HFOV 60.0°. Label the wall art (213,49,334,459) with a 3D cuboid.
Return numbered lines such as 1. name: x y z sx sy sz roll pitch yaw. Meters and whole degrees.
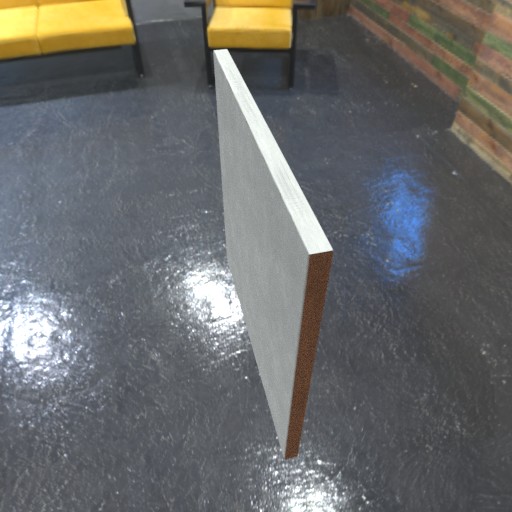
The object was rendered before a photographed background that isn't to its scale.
1. wall art: 0.000 0.000 0.458 0.015 0.303 0.303 -10 46 -10
